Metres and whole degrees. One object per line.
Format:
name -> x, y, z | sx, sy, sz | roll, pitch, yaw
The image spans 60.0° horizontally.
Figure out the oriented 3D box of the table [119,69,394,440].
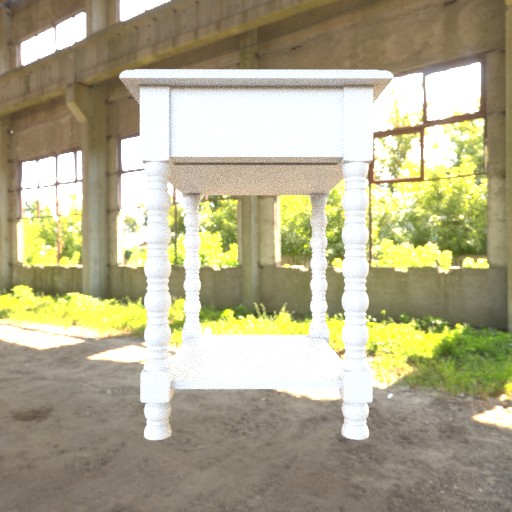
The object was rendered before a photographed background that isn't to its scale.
table -> 0.000, 0.000, 0.843 | 0.381, 0.531, 0.460 | 0, 0, 0
